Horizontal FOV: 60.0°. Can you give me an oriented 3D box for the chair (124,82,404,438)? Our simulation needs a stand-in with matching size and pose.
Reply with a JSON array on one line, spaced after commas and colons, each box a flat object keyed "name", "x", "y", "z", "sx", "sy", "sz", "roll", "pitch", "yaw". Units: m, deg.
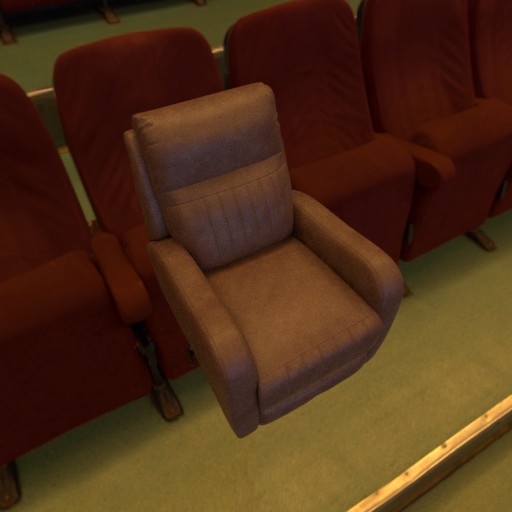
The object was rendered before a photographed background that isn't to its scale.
[{"name": "chair", "x": 0.000, "y": 0.000, "z": 1.912, "sx": 0.865, "sy": 1.067, "sz": 1.067, "roll": -23, "pitch": 51, "yaw": -20}]
